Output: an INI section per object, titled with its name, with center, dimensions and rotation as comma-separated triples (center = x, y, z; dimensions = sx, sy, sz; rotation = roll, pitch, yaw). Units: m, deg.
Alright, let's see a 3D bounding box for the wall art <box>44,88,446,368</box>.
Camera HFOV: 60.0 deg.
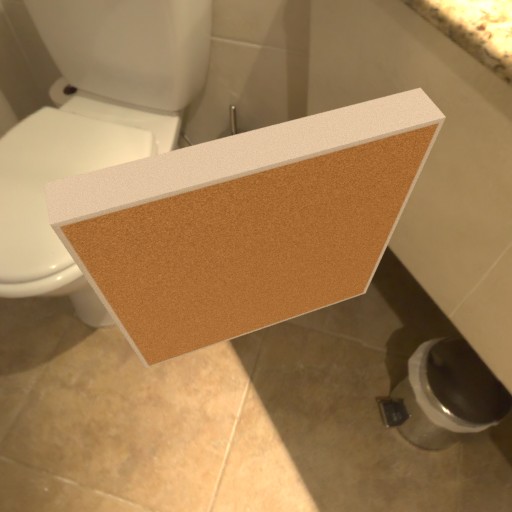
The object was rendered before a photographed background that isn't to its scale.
[wall art]
center = 0.000, 0.000, 0.461
dimensions = 0.305, 0.304, 0.038
rotation = -17, 60, -10
